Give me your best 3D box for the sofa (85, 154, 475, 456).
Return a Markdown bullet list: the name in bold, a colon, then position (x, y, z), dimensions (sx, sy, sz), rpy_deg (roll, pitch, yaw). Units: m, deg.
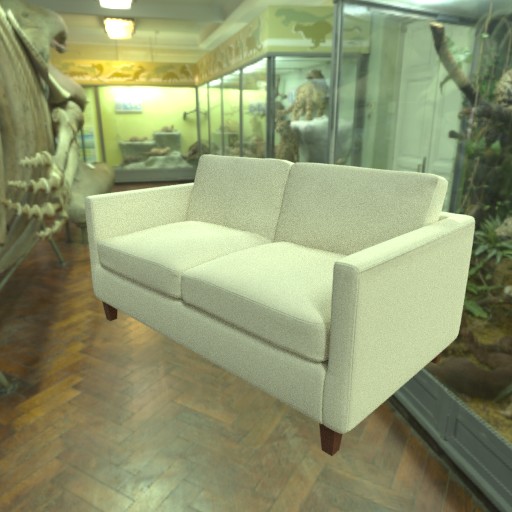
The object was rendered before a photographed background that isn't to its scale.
- **sofa**: position (0.000, 0.000, 2.173), dimensions (1.702, 0.888, 0.964), rpy_deg (16, 23, 42)
